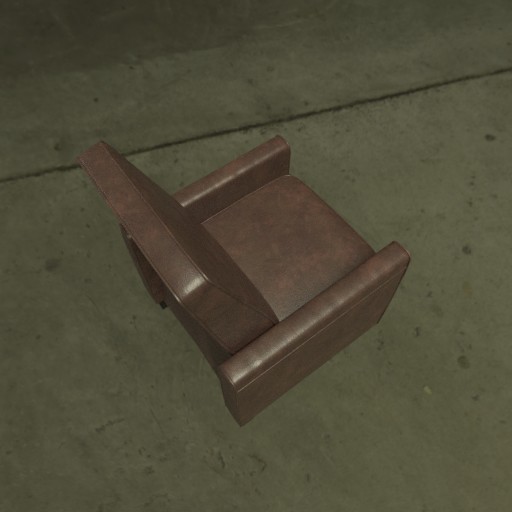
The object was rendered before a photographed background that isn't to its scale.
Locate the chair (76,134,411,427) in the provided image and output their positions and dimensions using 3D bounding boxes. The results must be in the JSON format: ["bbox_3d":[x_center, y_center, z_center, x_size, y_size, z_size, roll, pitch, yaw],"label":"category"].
[{"bbox_3d":[0.000,0.000,1.500,0.746,1.013,0.705,-32,62,-19],"label":"chair"}]
